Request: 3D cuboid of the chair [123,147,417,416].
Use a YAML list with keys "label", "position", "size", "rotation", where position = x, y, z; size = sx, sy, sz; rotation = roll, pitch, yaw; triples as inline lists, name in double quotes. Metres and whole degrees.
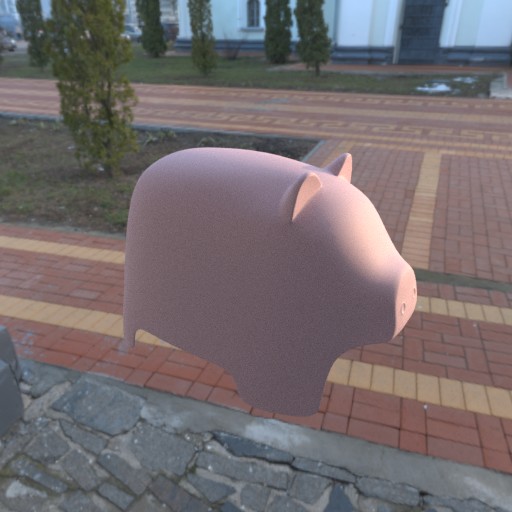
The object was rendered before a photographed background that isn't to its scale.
- label: "chair"
  position: [0.000, 0.000, 0.883]
  size: [0.619, 0.423, 0.364]
  rotation: [17, 32, 30]
